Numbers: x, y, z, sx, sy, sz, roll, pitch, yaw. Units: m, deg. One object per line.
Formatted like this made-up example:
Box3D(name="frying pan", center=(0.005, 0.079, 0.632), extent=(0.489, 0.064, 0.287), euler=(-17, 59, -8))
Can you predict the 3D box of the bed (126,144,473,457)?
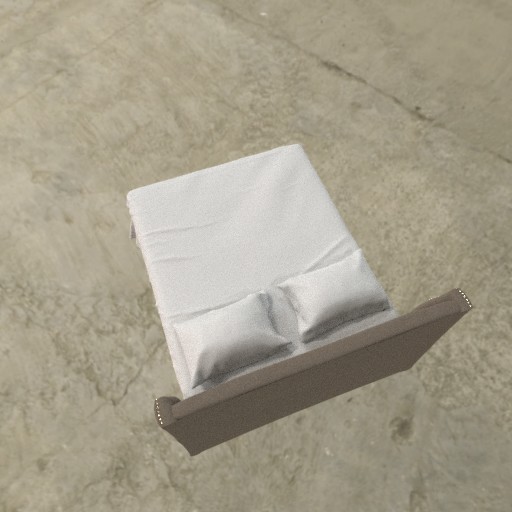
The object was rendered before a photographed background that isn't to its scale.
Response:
Box3D(name="bed", center=(0.000, 0.000, 3.513), extent=(1.925, 1.332, 2.276), euler=(-18, 62, -10))
